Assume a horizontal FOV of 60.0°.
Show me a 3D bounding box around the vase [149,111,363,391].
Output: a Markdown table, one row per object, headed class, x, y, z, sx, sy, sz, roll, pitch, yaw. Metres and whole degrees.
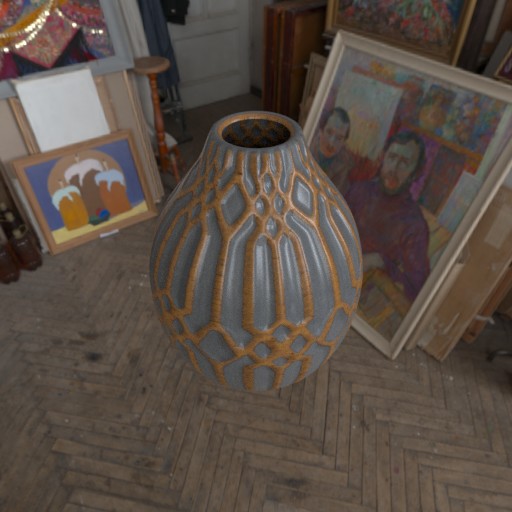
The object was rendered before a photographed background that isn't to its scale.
| class | x | y | z | sx | sy | sz | roll | pitch | yaw |
| --- | --- | --- | --- | --- | --- | --- | --- | --- | --- |
| vase | 0.000 | 0.000 | 0.143 | 0.069 | 0.088 | 0.069 | 0 | 42 | 0 |
